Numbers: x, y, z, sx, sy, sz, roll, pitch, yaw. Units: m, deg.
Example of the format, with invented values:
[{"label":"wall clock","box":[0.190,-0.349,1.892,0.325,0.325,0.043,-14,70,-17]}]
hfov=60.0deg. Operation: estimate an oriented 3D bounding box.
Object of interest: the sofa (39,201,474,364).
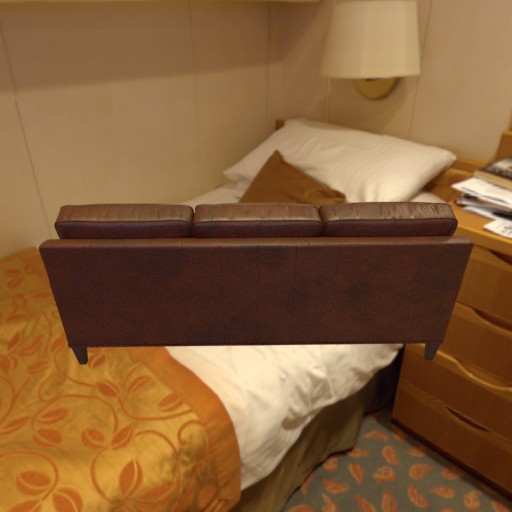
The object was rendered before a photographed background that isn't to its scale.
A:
[{"label":"sofa","box":[0.000,0.000,2.816,2.240,1.003,1.084,0,29,-1]}]
